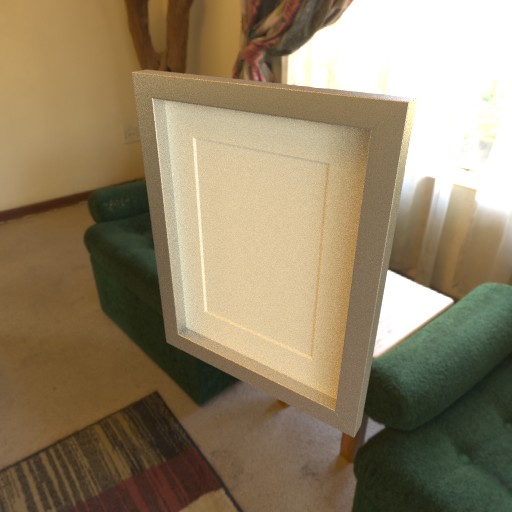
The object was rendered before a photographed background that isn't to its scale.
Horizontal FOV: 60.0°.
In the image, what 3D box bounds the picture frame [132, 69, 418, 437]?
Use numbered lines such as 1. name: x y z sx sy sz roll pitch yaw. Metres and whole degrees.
1. picture frame: 0.000 0.000 0.523 0.307 0.386 0.036 19 35 29
